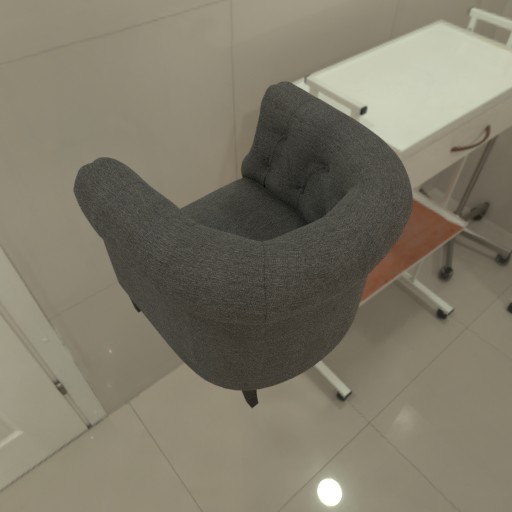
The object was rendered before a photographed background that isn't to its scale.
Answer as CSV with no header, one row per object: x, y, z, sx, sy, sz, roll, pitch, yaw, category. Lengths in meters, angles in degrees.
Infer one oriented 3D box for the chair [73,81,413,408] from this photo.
0.000,0.000,1.568,0.905,0.827,0.852,-32,56,-25,chair
